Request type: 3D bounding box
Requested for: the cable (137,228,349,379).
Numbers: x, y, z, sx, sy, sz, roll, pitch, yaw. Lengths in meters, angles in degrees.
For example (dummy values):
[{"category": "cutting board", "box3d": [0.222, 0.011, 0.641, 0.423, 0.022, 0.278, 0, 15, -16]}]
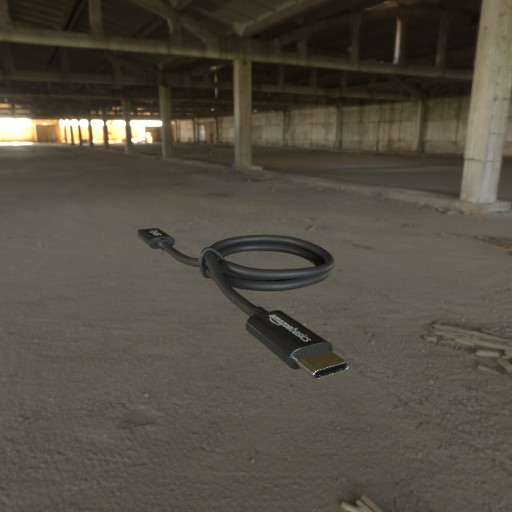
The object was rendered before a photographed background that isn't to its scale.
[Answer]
[{"category": "cable", "box3d": [0.000, 0.000, 0.202, 0.070, 0.014, 0.186, -8, 17, -27]}]
